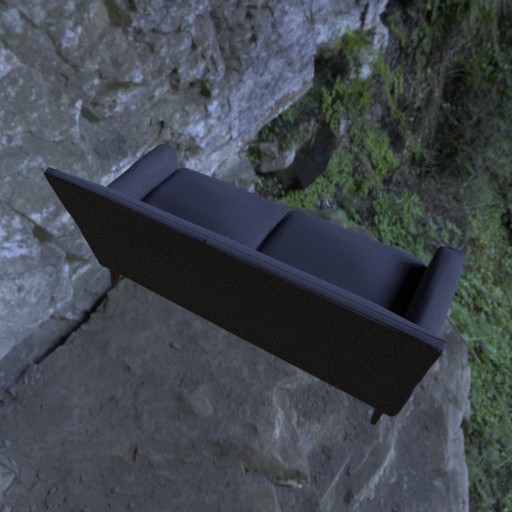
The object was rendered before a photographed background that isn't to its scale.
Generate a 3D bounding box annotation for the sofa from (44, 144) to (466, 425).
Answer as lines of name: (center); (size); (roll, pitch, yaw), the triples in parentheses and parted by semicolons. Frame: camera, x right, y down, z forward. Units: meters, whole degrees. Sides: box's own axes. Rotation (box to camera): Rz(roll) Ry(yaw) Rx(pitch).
sofa: (0.000, 0.000, 2.418); (2.002, 0.907, 0.843); (24, 51, 21)
